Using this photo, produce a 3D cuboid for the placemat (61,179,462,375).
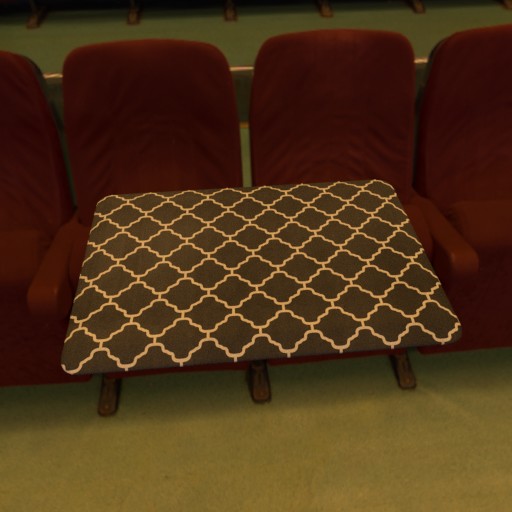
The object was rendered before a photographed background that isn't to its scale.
[{"bbox_3d":[0.000,0.000,0.983,0.762,0.021,0.508,-4,47,-4],"label":"placemat"}]
